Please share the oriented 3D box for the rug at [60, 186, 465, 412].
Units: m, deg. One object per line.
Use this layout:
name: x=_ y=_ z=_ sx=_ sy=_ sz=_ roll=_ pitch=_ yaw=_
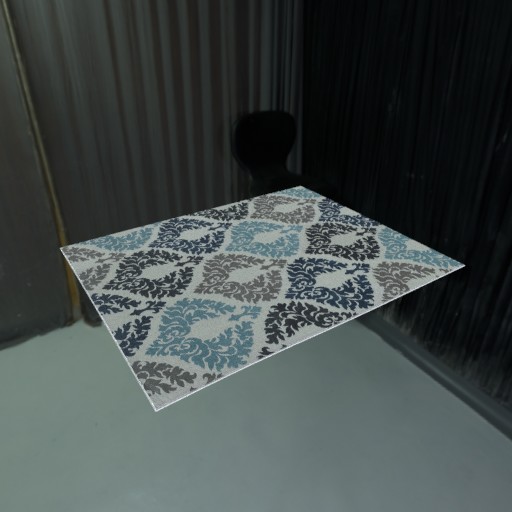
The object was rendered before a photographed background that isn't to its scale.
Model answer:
rug: x=0.000 y=0.000 z=4.229 sx=3.040 sy=0.014 sz=2.423 roll=-18 pitch=35 yaw=-29
